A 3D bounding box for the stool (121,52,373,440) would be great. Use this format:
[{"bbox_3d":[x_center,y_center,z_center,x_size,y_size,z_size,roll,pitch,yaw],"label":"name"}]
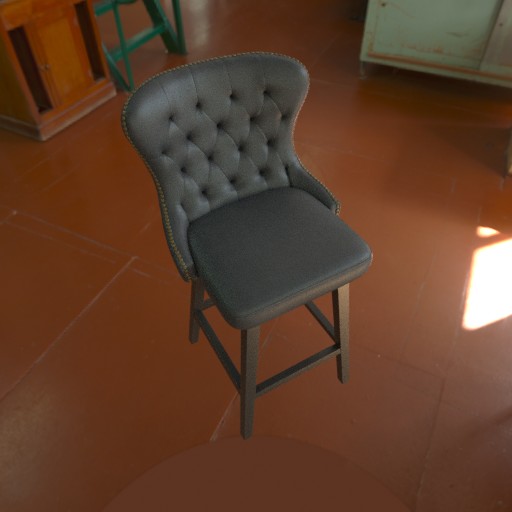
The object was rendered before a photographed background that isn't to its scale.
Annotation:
[{"bbox_3d":[0.000,0.000,1.335,0.528,0.971,0.593,-22,50,-20],"label":"stool"}]
